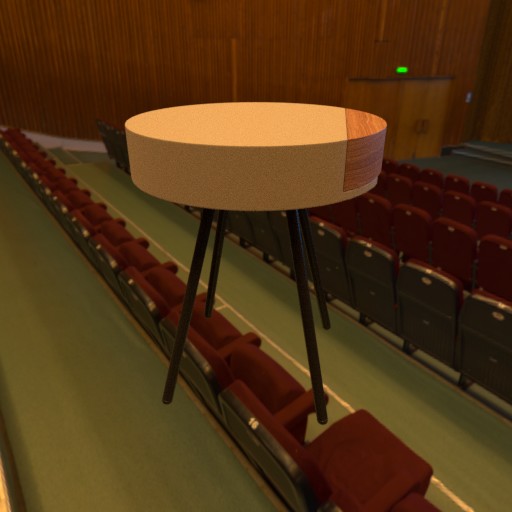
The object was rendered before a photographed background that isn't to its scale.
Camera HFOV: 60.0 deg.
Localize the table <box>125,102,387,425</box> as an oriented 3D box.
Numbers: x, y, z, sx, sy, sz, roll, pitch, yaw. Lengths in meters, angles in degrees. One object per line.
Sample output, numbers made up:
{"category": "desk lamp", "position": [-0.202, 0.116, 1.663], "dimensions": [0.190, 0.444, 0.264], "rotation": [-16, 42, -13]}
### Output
{"category": "table", "position": [0.000, 0.000, 0.874], "dimensions": [0.450, 0.525, 0.450], "rotation": [0, 26, 0]}
